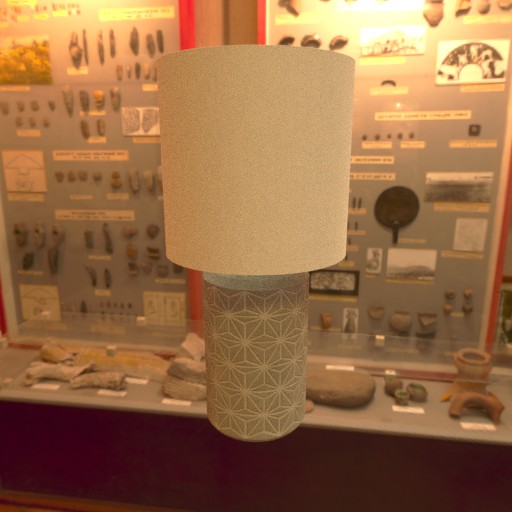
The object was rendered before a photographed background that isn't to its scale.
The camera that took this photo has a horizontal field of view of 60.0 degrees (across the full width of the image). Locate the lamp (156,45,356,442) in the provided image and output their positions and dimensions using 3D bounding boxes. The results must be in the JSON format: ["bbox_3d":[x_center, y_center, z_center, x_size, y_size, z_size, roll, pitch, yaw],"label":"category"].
[{"bbox_3d":[0.000,0.000,0.520,0.206,0.416,0.206,2,15,10],"label":"lamp"}]
